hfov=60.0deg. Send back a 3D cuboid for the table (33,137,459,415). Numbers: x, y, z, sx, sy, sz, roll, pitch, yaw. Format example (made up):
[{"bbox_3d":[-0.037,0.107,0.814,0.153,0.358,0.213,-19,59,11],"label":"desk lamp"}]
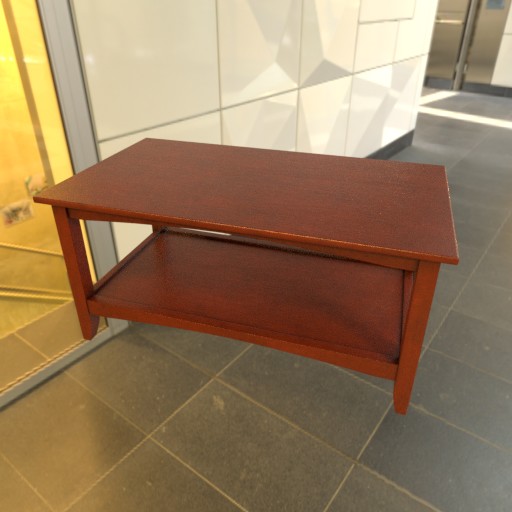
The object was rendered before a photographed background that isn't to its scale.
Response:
[{"bbox_3d":[0.000,0.000,1.258,0.943,0.456,0.533,9,32,15],"label":"table"}]
